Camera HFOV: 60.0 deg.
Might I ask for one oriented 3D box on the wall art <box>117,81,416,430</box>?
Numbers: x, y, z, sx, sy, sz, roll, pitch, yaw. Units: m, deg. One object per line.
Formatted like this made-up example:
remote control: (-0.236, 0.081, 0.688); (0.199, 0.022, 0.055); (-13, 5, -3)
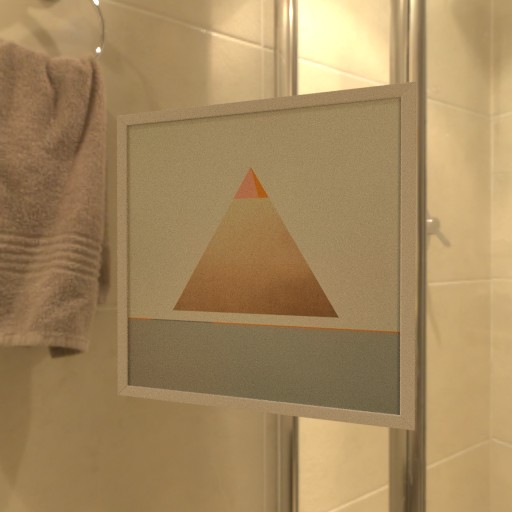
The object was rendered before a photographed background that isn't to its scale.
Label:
wall art: (0.000, 0.000, 0.452); (0.305, 0.304, 0.038); (0, 1, 18)
